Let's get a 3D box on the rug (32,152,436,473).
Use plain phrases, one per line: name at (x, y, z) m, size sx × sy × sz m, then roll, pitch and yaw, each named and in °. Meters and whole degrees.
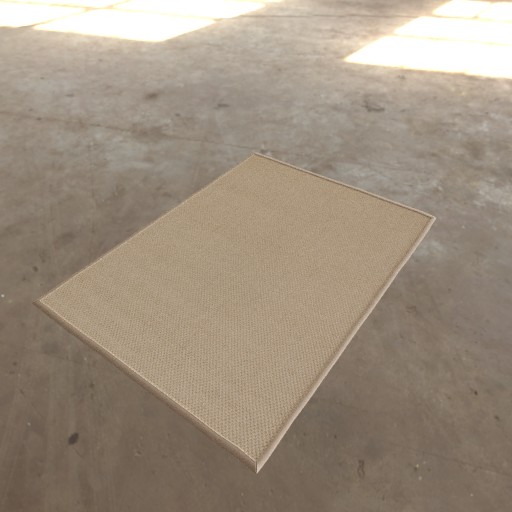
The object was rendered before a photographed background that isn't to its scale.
rug at (0.000, 0.000, 2.703) m, size 1.525 × 0.020 × 2.081 m, roll 26°, pitch 48°, yaw 26°
